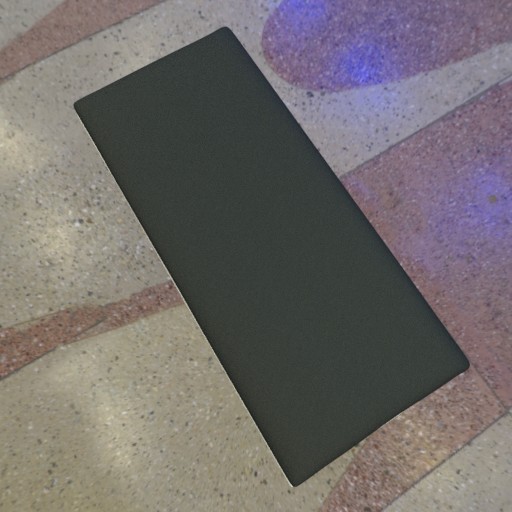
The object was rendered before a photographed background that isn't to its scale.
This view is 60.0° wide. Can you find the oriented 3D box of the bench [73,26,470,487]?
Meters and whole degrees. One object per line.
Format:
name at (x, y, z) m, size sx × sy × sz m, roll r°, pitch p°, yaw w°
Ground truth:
bench at (0.000, 0.000, 1.122) m, size 0.401 × 0.500 × 0.899 m, roll -31°, pitch 77°, yaw -8°
